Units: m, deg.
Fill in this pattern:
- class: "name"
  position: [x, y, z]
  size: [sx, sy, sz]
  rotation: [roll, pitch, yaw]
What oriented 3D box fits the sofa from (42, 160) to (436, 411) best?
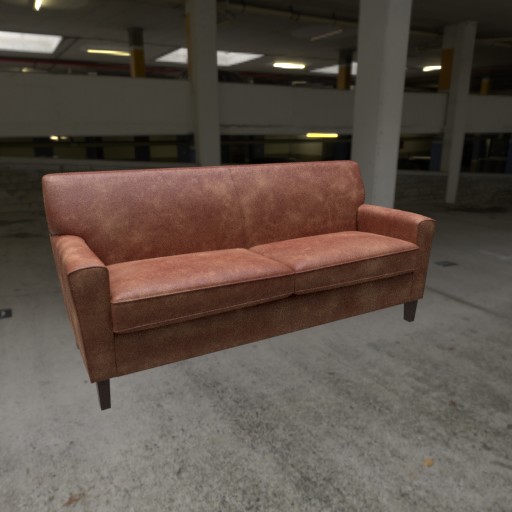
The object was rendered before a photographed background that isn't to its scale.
- class: "sofa"
  position: [0.000, 0.000, 2.503]
  size: [2.053, 0.947, 0.805]
  rotation: [-9, 18, -28]
